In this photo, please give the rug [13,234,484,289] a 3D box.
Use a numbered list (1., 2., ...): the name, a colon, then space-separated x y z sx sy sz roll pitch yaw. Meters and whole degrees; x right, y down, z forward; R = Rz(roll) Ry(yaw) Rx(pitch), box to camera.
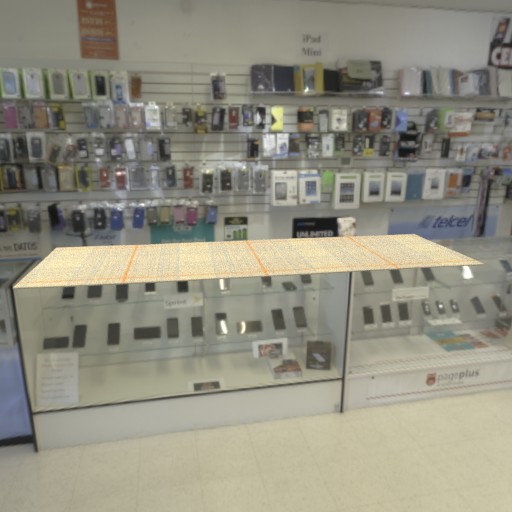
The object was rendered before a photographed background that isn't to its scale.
1. rug: 0.000 0.000 2.632 2.442 0.016 0.770 -3 16 -9
